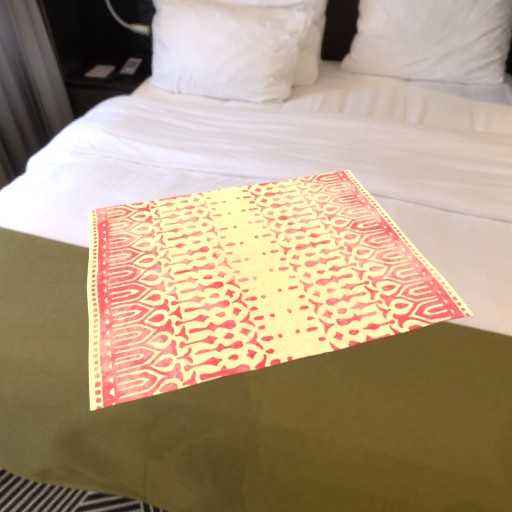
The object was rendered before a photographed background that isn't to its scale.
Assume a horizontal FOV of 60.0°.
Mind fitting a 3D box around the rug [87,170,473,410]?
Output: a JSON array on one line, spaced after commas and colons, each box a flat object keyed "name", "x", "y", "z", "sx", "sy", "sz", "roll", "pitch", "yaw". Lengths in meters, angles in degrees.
[{"name": "rug", "x": 0.000, "y": 0.000, "z": 4.226, "sx": 3.095, "sy": 0.016, "sz": 2.441, "roll": -11, "pitch": 43, "yaw": -12}]
